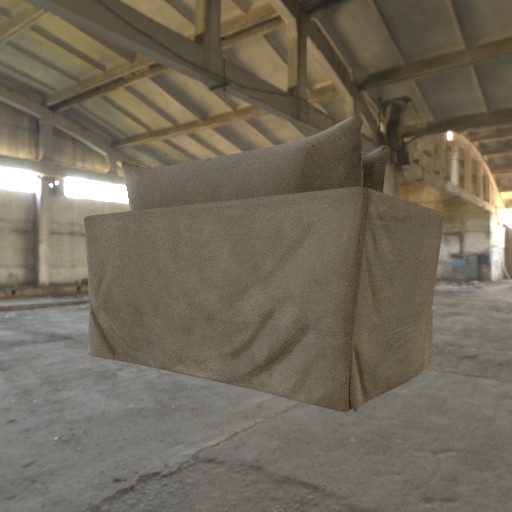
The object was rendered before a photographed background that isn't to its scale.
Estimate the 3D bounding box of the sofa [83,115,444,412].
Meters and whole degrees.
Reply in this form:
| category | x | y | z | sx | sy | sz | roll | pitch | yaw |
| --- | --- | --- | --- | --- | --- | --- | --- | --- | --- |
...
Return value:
| category | x | y | z | sx | sy | sz | roll | pitch | yaw |
| --- | --- | --- | --- | --- | --- | --- | --- | --- | --- |
| sofa | 0.000 | 0.000 | 2.279 | 1.608 | 1.040 | 1.035 | 0 | -1 | 37 |
